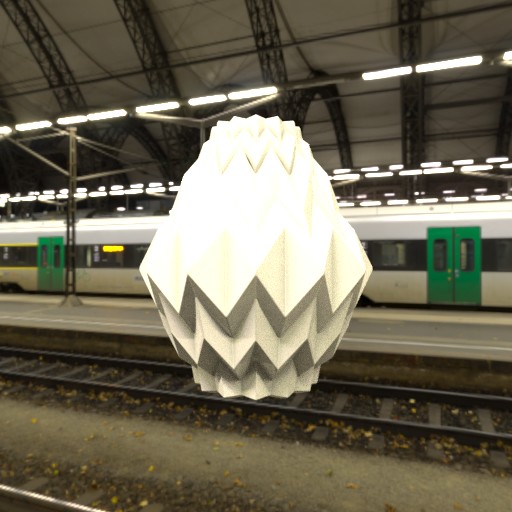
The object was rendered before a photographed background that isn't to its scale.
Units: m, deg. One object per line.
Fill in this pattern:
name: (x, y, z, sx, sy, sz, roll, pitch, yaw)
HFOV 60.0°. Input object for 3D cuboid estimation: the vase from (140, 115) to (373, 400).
vase: (0.000, 0.000, 0.320, 0.164, 0.185, 0.164, 0, 0, 0)
